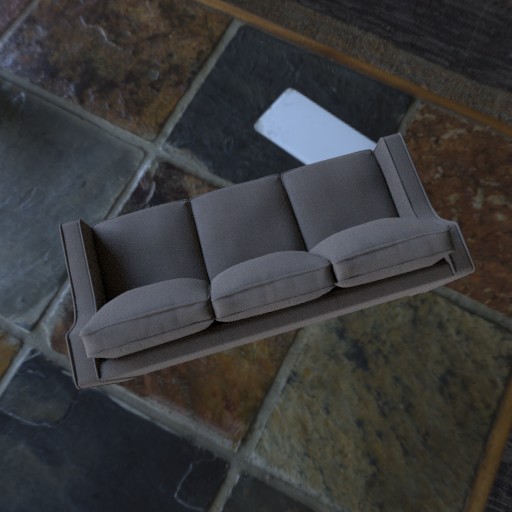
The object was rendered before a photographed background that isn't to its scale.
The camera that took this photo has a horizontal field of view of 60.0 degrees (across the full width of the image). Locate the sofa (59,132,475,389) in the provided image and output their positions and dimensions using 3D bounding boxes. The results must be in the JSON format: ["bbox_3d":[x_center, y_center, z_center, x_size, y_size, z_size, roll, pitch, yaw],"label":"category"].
[{"bbox_3d":[0.000,0.000,2.529,1.986,0.974,0.911,-16,77,-4],"label":"sofa"}]
